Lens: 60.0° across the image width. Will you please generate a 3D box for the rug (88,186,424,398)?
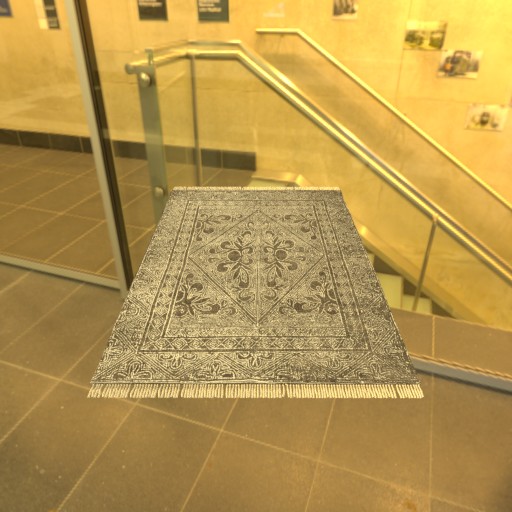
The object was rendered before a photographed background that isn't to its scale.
[{"bbox_3d":[0.000,0.000,3.012,1.529,0.010,2.440,0,31,0],"label":"rug"}]
